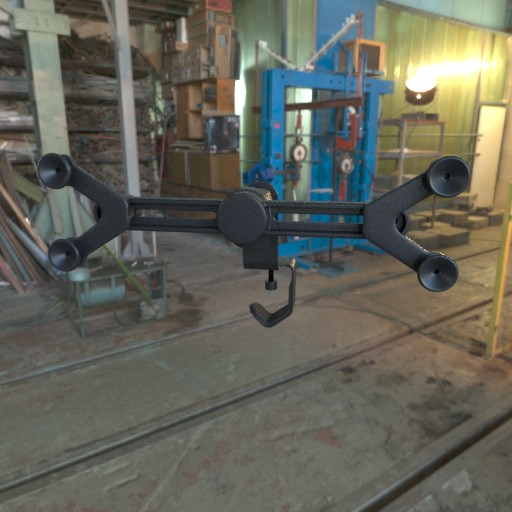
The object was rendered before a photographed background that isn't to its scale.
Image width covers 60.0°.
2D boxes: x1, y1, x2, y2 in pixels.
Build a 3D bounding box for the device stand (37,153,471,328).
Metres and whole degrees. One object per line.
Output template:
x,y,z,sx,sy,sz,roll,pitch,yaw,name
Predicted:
0.000,0.000,0.358,0.270,0.166,0.142,3,15,9,device stand
